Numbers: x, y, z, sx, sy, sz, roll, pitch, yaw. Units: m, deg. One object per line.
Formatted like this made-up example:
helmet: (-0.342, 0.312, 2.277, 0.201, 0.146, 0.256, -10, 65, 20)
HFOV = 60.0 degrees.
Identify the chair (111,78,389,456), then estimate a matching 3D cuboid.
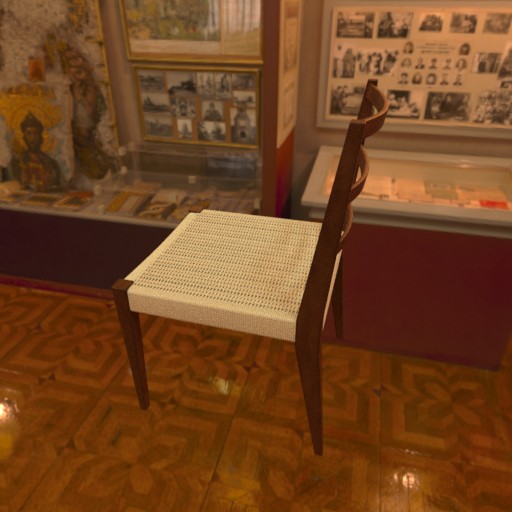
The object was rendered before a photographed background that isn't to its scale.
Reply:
chair: (0.000, 0.000, 1.145, 0.551, 0.813, 0.480, 8, 31, 14)
